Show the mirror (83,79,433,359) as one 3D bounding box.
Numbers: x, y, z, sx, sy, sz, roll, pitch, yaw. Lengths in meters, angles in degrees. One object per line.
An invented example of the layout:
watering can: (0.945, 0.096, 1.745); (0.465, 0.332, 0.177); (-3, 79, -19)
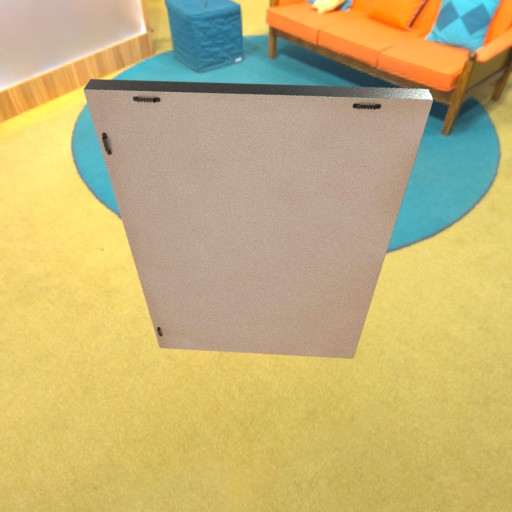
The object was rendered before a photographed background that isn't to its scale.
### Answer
mirror: (0.000, 0.000, 0.908); (0.507, 0.710, 0.039); (3, 47, 2)
